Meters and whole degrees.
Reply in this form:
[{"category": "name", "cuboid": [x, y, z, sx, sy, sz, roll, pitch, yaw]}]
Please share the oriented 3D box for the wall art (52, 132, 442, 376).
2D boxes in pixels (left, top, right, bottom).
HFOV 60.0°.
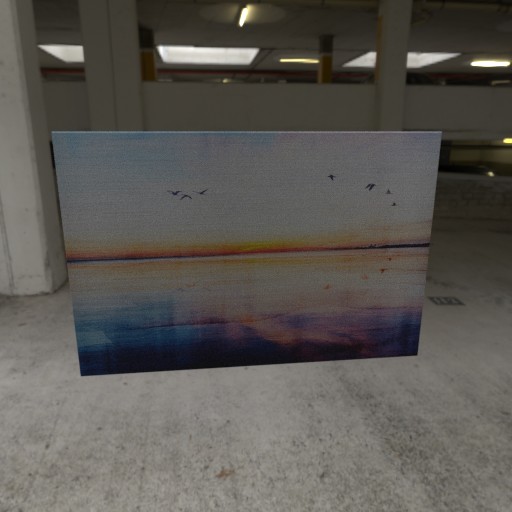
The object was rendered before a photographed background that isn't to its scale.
[{"category": "wall art", "cuboid": [0.000, 0.000, 0.745, 0.604, 0.402, 0.018, -2, 16, -7]}]
